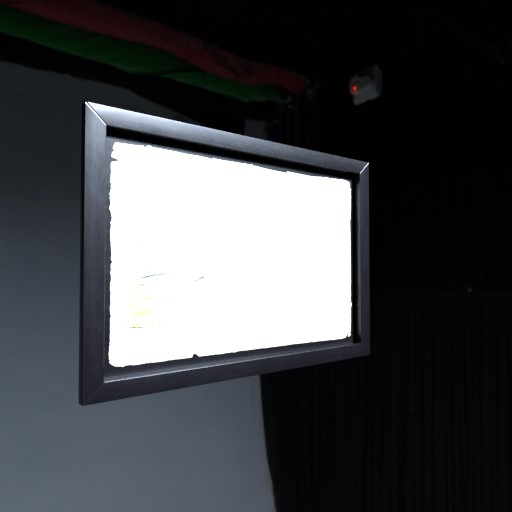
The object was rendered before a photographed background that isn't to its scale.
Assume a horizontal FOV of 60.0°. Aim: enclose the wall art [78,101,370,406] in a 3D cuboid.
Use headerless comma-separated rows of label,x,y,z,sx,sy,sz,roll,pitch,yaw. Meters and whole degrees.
wall art,0.000,0.000,0.581,0.440,0.306,0.013,1,-2,-36
